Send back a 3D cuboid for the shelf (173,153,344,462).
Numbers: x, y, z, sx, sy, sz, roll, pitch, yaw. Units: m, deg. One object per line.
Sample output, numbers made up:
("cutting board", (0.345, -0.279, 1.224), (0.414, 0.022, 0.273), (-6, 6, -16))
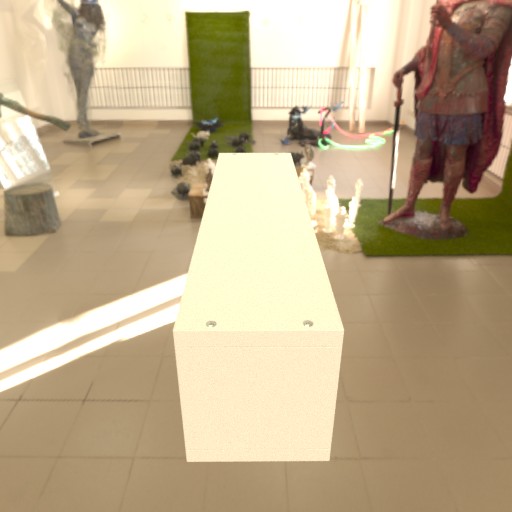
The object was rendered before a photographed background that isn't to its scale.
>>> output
("shelf", (0.000, 0.000, 0.697), (0.150, 0.170, 0.610), (0, 27, 0))
